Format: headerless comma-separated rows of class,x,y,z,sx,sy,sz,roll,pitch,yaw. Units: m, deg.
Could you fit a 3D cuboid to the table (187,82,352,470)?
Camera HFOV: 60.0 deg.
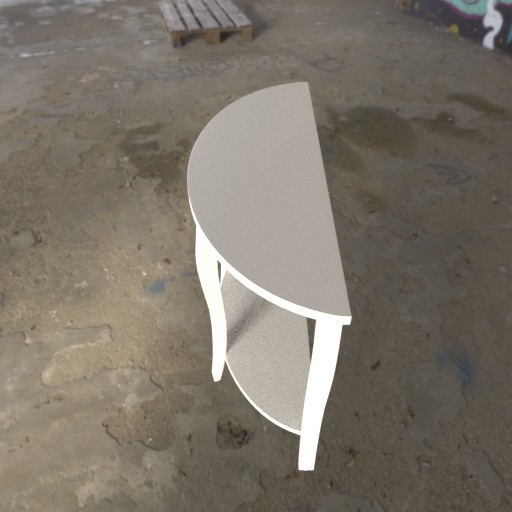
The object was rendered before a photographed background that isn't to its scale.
table,0.000,0.000,1.576,0.394,0.780,1.219,1,42,1
